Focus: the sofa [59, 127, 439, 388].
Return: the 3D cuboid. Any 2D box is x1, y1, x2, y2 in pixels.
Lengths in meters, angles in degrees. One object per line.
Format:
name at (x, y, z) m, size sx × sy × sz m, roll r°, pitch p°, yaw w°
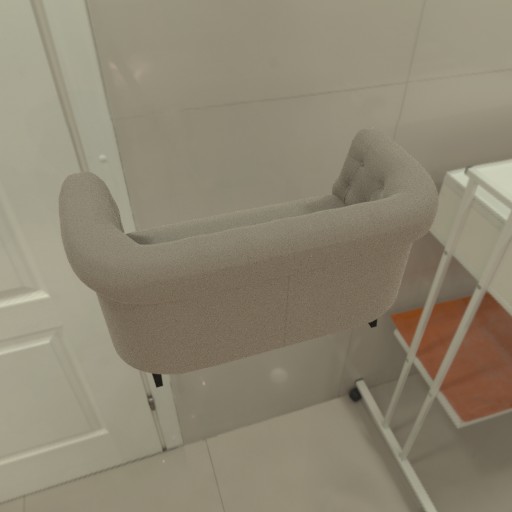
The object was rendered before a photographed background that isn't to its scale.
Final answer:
sofa at (0.000, 0.000, 2.058) m, size 1.558 × 0.827 × 0.835 m, roll -12°, pitch 42°, yaw -14°
